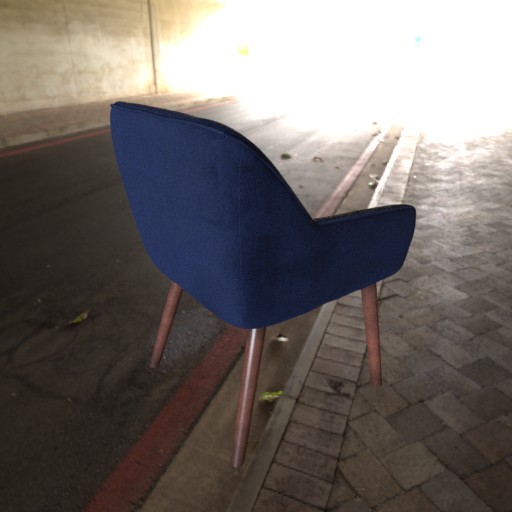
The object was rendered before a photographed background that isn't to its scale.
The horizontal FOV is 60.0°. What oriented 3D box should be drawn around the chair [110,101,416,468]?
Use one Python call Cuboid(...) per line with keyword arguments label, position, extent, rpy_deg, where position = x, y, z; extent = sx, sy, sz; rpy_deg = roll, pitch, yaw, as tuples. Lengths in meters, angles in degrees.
Cuboid(label="chair", position=(0.000, 0.000, 1.229), extent=(0.600, 0.820, 0.600), rpy_deg=(-17, 30, -33))
